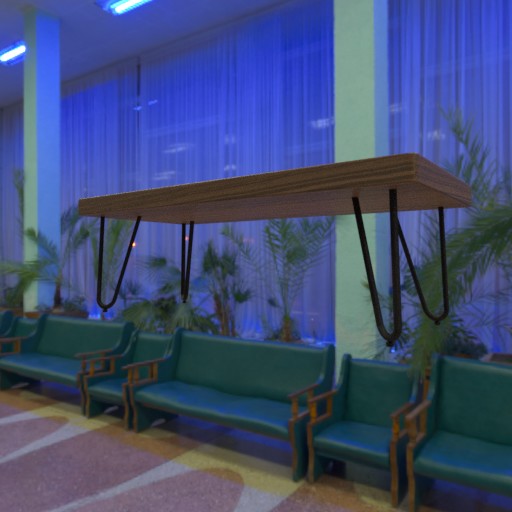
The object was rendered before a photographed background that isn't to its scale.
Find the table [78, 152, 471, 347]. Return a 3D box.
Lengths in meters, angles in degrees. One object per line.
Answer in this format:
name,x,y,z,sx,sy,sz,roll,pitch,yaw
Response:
table,0.000,0.000,1.667,1.375,0.468,0.637,0,0,37
